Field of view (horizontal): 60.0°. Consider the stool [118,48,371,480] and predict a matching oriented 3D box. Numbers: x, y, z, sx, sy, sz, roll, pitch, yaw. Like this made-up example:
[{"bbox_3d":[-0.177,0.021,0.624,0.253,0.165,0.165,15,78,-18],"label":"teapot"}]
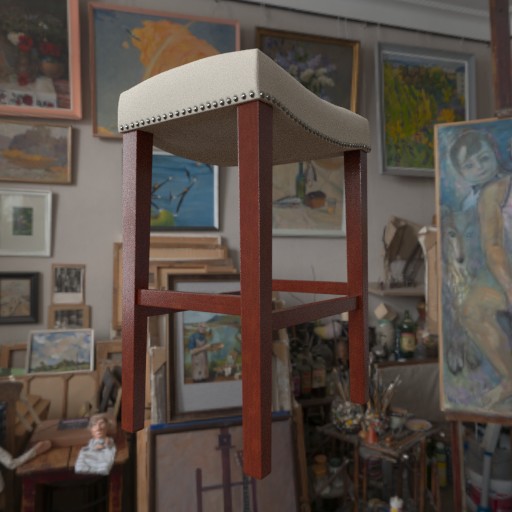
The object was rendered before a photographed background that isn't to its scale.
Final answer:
[{"bbox_3d":[0.000,0.000,1.031,0.372,0.742,0.504,0,1,36],"label":"stool"}]
